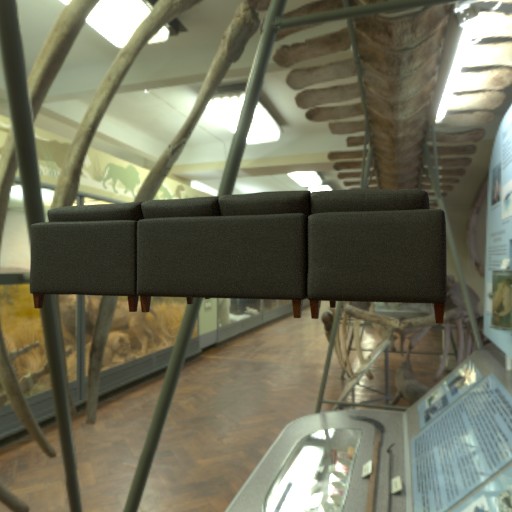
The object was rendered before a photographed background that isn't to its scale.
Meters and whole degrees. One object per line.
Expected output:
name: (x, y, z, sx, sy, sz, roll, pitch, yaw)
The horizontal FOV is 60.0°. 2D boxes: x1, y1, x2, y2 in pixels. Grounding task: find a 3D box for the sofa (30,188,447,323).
sofa: (0.000, 0.000, 4.615, 3.460, 0.961, 2.594, 0, -1, 18)
